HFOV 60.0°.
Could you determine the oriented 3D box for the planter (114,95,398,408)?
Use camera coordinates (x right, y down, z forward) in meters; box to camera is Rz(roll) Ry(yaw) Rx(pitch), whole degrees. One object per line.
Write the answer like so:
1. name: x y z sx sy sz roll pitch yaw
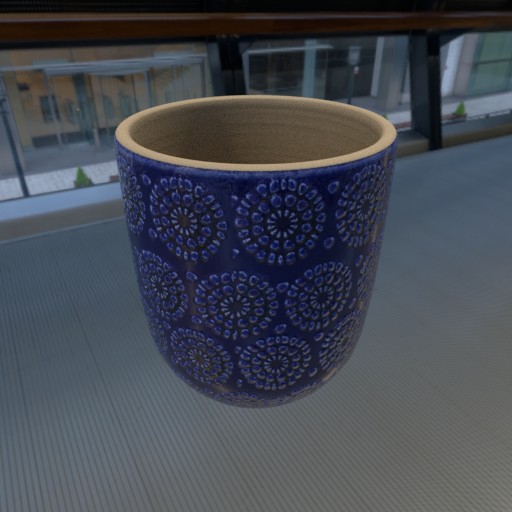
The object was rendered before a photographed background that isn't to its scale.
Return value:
1. planter: 0.000 0.000 0.345 0.184 0.206 0.184 0 31 0
